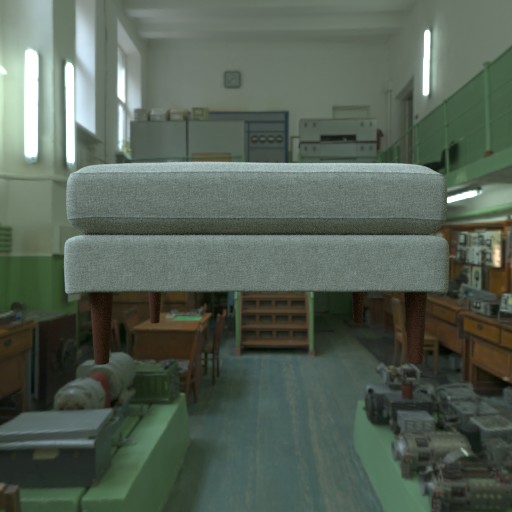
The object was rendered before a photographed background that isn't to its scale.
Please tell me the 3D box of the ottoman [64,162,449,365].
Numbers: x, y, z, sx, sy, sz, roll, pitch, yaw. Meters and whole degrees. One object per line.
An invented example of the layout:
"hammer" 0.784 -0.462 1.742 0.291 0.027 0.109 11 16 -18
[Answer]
"ottoman" 0.000 0.000 1.268 0.821 0.474 0.693 0 1 -1
